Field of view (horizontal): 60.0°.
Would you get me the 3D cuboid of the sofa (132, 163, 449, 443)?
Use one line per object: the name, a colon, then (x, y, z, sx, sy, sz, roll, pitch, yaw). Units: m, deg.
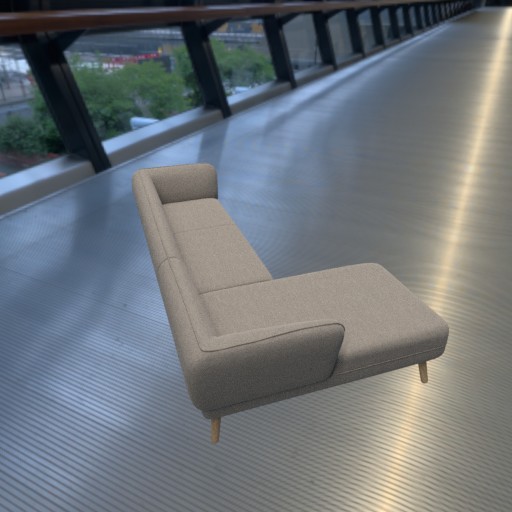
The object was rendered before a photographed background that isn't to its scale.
sofa: (0.000, 0.000, 3.318, 1.532, 0.693, 2.653, -10, 31, -16)
